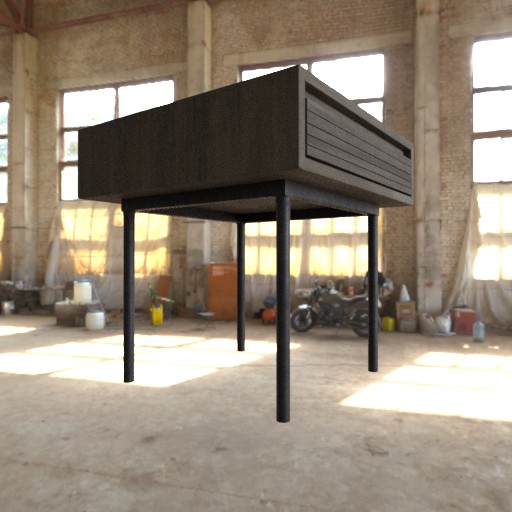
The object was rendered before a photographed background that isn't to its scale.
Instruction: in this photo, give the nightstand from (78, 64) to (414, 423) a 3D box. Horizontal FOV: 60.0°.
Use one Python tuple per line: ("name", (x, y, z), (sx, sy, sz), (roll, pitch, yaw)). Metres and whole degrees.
("nightstand", (0.000, 0.000, 0.924), (0.503, 0.497, 0.502), (0, -1, 36))
